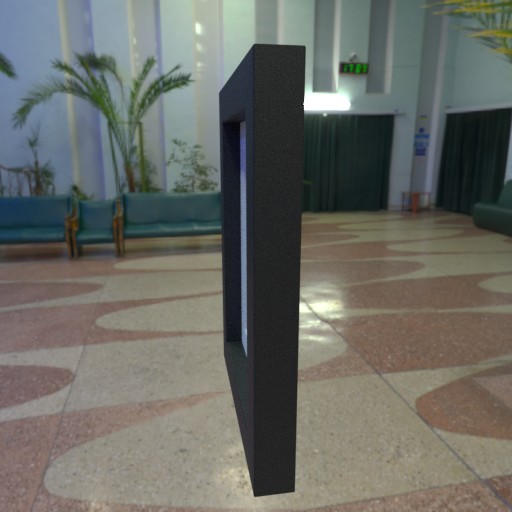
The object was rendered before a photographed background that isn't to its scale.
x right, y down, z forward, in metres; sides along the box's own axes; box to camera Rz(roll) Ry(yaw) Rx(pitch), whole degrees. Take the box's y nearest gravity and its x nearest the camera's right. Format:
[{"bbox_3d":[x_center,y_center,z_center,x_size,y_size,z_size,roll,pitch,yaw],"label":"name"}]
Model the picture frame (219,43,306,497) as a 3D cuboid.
[{"bbox_3d":[0.000,0.000,0.273,0.028,0.208,0.157,-2,14,-9],"label":"picture frame"}]
